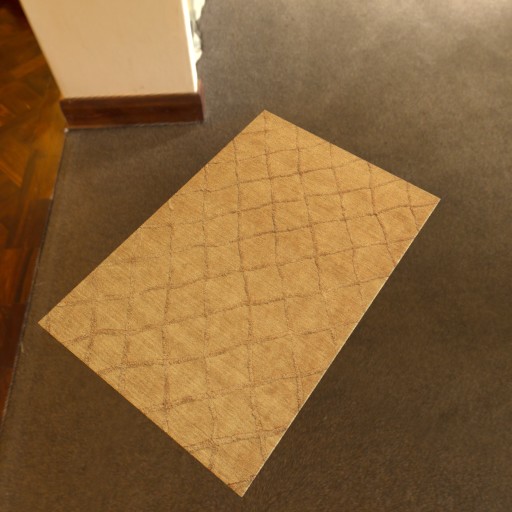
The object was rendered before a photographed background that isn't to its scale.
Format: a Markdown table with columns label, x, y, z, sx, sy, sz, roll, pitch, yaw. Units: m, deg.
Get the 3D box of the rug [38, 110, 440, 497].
| label | x | y | z | sx | sy | sz | roll | pitch | yaw |
| --- | --- | --- | --- | --- | --- | --- | --- | --- | --- |
| rug | 0.000 | 0.000 | 2.875 | 1.528 | 0.014 | 2.292 | 32 | 64 | 18 |
